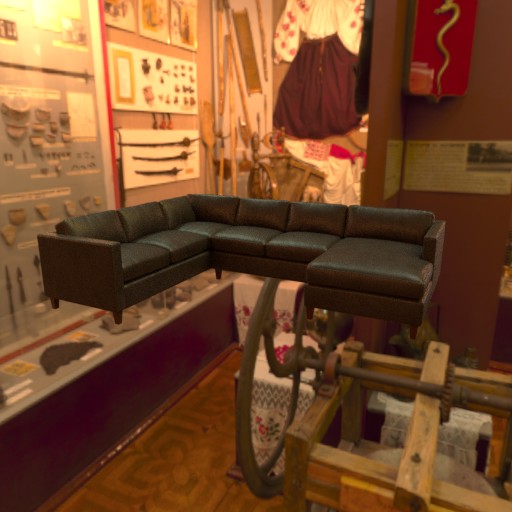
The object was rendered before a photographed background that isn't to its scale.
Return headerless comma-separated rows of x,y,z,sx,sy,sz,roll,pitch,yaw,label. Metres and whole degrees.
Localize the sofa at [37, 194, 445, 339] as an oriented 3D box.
0.000,0.000,4.498,3.324,0.891,2.452,8,17,26,sofa
